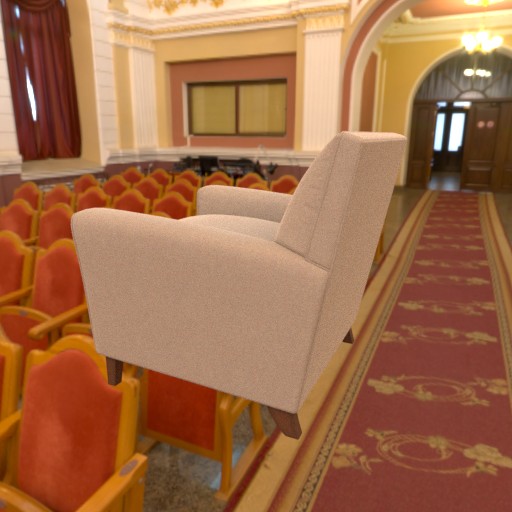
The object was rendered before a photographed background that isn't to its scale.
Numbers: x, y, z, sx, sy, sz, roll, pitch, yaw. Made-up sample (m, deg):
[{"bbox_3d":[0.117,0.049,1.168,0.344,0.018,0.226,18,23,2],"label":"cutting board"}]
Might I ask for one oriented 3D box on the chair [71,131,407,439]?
[{"bbox_3d":[0.000,0.000,1.575,0.871,0.846,0.840,7,17,24],"label":"chair"}]
